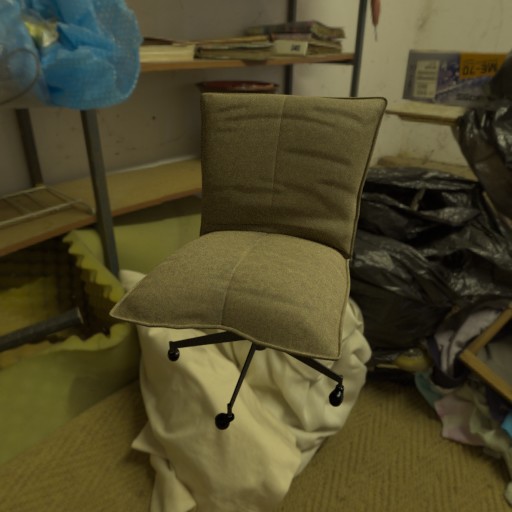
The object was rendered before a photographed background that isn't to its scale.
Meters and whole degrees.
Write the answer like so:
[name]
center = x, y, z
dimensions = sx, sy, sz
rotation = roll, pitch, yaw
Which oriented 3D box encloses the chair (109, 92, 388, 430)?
[chair]
center = 0.000, 0.000, 1.273
dimensions = 0.597, 0.811, 0.696
rotation = 8, 28, 16
